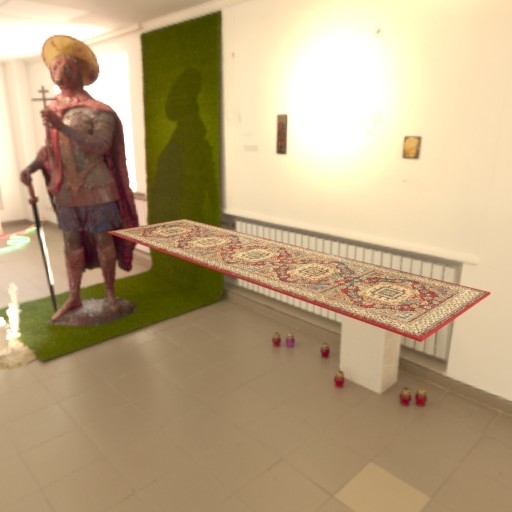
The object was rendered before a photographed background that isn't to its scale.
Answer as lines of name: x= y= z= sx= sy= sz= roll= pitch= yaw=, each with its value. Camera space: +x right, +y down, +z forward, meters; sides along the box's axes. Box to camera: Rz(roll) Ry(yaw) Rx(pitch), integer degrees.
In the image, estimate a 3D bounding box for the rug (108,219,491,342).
rug: x=0.000 y=0.000 z=2.521 sx=0.659 sy=0.015 sz=2.292 roll=-15 pitch=22 yaw=-42
